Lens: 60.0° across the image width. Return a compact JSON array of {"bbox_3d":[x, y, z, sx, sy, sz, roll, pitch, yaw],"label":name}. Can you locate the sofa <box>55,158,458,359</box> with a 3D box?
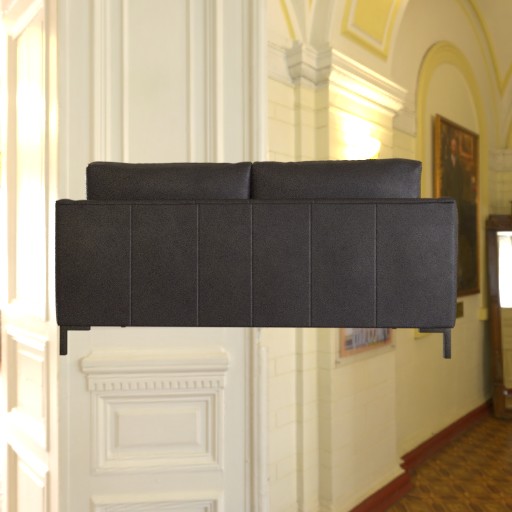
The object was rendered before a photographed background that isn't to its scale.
[{"bbox_3d":[0.000,0.000,2.352,1.805,0.883,0.947,0,-1,0],"label":"sofa"}]
